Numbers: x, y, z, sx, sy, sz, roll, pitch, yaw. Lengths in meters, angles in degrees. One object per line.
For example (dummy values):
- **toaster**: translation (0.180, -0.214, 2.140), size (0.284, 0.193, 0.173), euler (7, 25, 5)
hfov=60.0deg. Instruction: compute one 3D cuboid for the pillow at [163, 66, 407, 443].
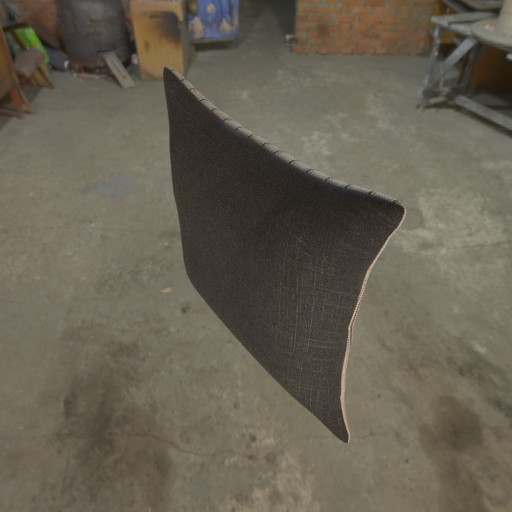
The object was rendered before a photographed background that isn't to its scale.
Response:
- **pillow**: translation (0.000, 0.000, 0.677), size (0.138, 0.444, 0.468), euler (-25, 47, -27)
